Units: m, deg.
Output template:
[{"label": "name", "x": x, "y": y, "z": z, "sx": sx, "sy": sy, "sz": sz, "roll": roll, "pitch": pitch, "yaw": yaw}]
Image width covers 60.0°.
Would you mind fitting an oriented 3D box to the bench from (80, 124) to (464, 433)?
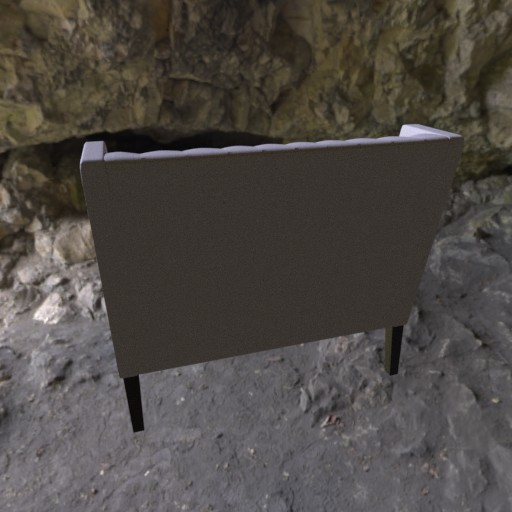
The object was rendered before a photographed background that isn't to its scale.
[{"label": "bench", "x": 0.000, "y": 0.000, "z": 1.961, "sx": 1.280, "sy": 1.123, "sz": 0.847, "roll": -7, "pitch": 26, "yaw": -15}]
